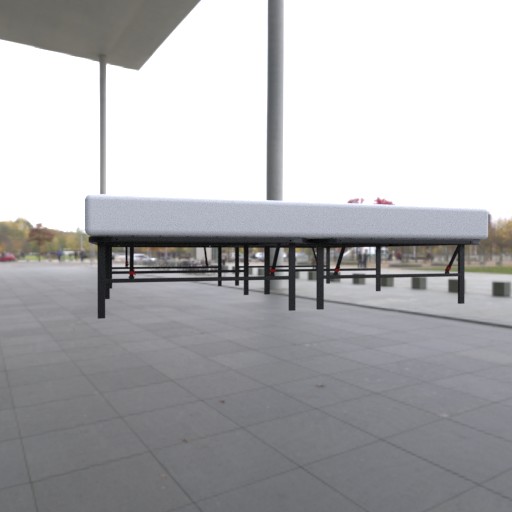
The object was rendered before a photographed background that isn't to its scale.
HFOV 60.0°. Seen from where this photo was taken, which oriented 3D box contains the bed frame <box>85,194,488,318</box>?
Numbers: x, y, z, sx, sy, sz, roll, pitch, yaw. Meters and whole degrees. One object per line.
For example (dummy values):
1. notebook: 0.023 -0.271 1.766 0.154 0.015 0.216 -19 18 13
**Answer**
1. bed frame: 0.000 0.000 3.002 2.033 0.525 1.935 0 0 -17
